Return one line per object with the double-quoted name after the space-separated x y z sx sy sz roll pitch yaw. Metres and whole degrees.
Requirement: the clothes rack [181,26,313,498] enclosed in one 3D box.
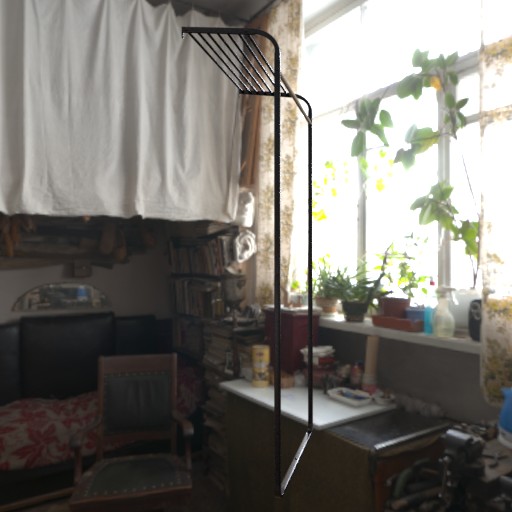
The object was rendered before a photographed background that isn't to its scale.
0.000 0.000 1.754 0.349 1.574 0.609 0 0 17 "clothes rack"
